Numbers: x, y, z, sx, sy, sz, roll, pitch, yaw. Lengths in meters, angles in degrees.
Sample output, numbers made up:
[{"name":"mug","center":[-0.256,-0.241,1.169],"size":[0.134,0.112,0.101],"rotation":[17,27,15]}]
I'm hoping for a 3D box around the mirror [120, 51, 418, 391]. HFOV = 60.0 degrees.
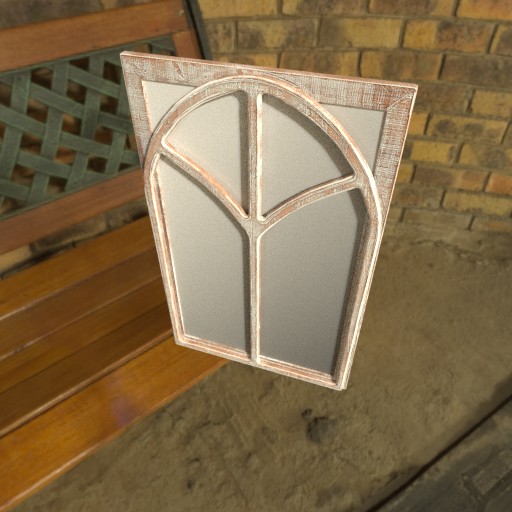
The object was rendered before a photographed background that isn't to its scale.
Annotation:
[{"name":"mirror","center":[0.000,0.000,0.960],"size":[0.495,0.787,0.058],"rotation":[13,43,14]}]
